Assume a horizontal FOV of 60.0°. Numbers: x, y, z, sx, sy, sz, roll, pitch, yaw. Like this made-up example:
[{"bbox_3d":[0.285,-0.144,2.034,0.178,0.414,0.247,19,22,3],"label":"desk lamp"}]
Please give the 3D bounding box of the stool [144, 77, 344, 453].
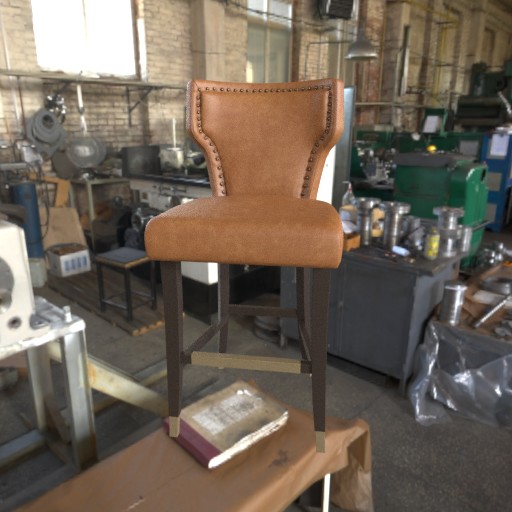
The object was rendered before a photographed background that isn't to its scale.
[{"bbox_3d":[0.000,0.000,1.420,0.526,1.092,0.563,3,17,8],"label":"stool"}]
